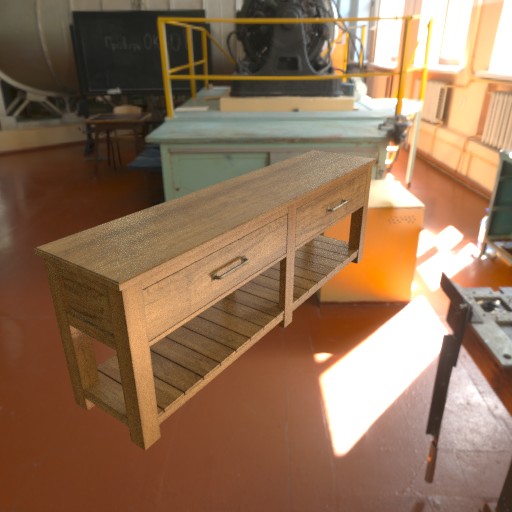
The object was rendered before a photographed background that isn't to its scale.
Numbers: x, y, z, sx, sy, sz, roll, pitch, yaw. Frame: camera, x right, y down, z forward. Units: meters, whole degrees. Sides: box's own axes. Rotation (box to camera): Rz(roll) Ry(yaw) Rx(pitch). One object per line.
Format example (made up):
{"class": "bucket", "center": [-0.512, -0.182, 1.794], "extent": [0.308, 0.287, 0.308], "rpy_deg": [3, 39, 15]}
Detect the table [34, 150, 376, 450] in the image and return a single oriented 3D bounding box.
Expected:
{"class": "table", "center": [0.000, 0.000, 2.083], "extent": [0.425, 0.635, 1.815], "rpy_deg": [17, 30, 31]}
